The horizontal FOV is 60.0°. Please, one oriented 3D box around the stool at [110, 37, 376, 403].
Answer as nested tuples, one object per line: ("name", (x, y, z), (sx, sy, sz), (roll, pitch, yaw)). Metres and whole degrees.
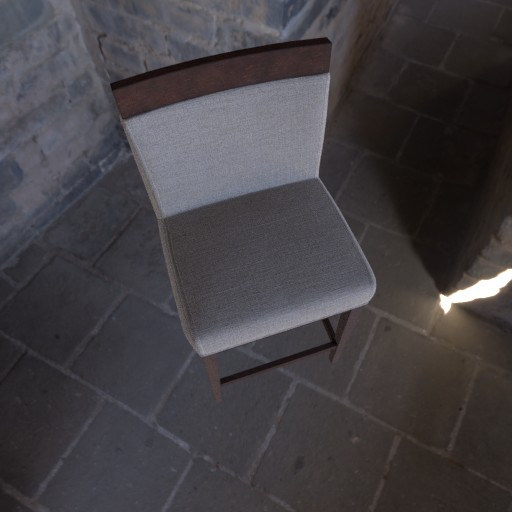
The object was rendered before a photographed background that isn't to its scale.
("stool", (0.000, 0.000, 1.316), (0.512, 1.009, 0.531), (-16, 62, -9))
